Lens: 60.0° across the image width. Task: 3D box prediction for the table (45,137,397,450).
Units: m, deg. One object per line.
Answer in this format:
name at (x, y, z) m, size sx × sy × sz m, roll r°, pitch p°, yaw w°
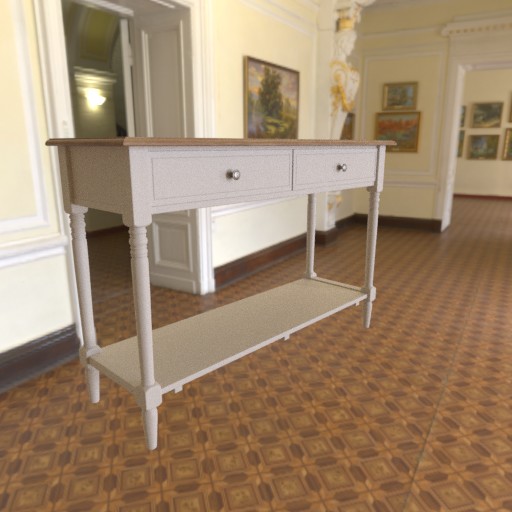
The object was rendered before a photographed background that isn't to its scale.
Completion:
table at (0.000, 0.000, 1.576) m, size 0.399 × 0.800 × 1.219 m, roll 13°, pitch 19°, yaw 42°
